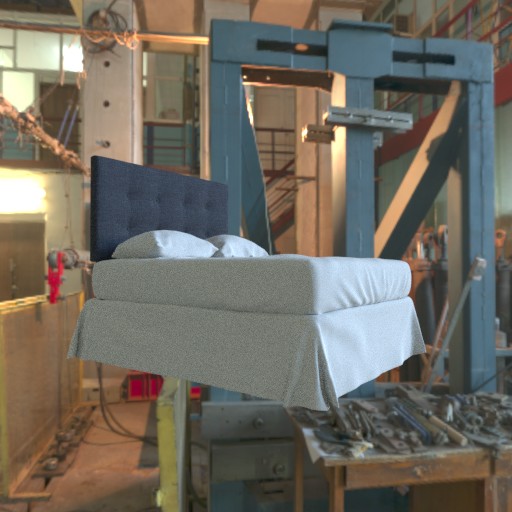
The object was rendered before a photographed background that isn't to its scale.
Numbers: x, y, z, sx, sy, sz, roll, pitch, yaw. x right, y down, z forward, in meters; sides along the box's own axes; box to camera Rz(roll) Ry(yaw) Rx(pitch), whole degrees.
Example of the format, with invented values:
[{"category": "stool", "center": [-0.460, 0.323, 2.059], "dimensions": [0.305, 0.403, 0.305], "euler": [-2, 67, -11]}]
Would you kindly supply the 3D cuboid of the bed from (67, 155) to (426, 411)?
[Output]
[{"category": "bed", "center": [0.000, 0.000, 3.523], "dimensions": [2.222, 1.577, 1.936], "euler": [-1, -1, 36]}]
